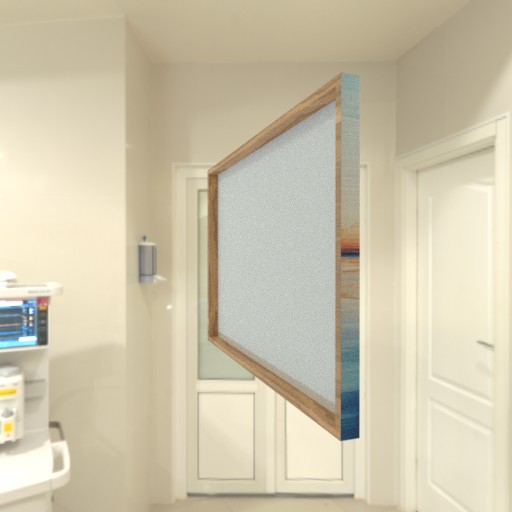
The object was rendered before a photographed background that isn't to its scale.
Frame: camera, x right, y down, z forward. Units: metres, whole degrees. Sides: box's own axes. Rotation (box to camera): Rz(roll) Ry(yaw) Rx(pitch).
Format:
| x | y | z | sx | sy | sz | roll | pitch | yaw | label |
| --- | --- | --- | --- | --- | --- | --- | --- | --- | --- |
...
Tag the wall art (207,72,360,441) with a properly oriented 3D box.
| x | y | z | sx | sy | sz | roll | pitch | yaw | label |
| --- | --- | --- | --- | --- | --- | --- | --- | --- | --- |
| 0.000 | 0.000 | 1.159 | 0.037 | 0.605 | 0.911 | 0 | 0 | -20 | wall art |
